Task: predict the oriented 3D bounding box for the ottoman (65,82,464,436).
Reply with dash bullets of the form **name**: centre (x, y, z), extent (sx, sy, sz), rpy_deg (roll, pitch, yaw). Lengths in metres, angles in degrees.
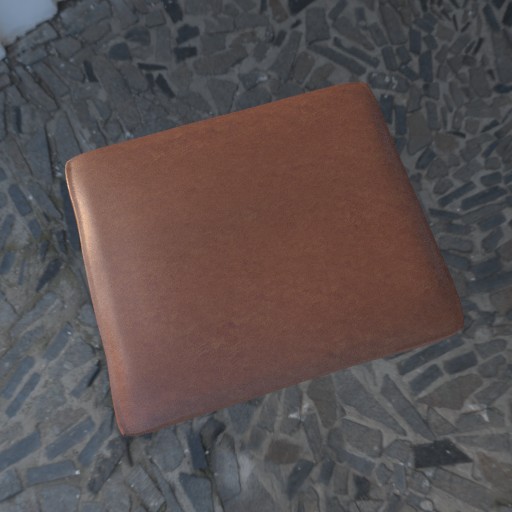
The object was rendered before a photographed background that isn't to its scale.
- **ottoman**: centre (0.000, 0.000, 1.437), extent (0.987, 0.472, 0.836), rpy_deg (-16, 76, -4)
